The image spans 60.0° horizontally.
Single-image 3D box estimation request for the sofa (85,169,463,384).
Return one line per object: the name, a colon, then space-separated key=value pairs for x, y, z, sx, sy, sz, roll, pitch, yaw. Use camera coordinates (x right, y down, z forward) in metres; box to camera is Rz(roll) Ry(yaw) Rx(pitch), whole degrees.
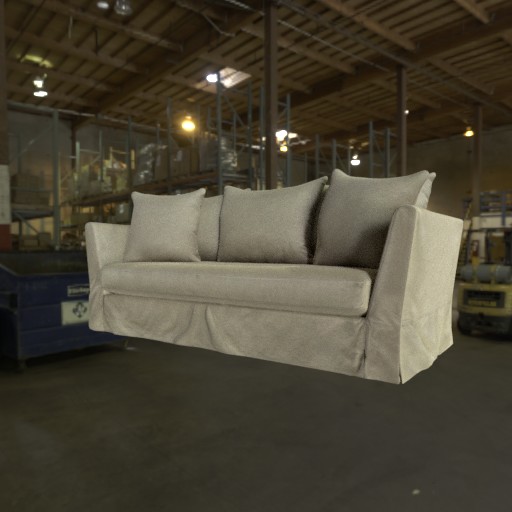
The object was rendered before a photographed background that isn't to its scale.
sofa: x=0.000 y=0.000 z=2.861 sx=2.290 sy=1.034 sz=1.031 roll=1 pitch=1 yaw=35
